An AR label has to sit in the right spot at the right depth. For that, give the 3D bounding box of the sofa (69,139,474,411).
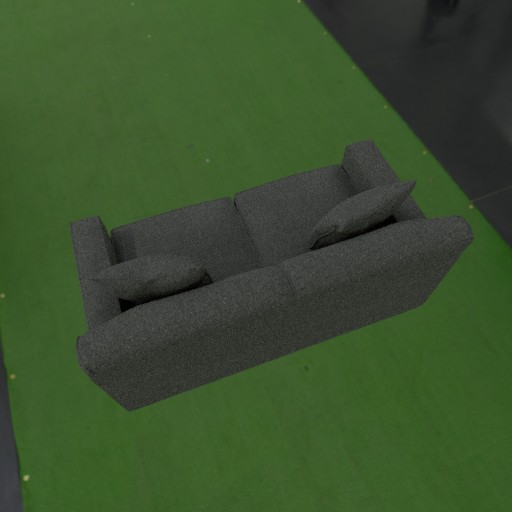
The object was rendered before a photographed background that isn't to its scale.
[{"bbox_3d":[0.000,0.000,2.476,1.846,0.958,0.998,-18,61,-10],"label":"sofa"}]
